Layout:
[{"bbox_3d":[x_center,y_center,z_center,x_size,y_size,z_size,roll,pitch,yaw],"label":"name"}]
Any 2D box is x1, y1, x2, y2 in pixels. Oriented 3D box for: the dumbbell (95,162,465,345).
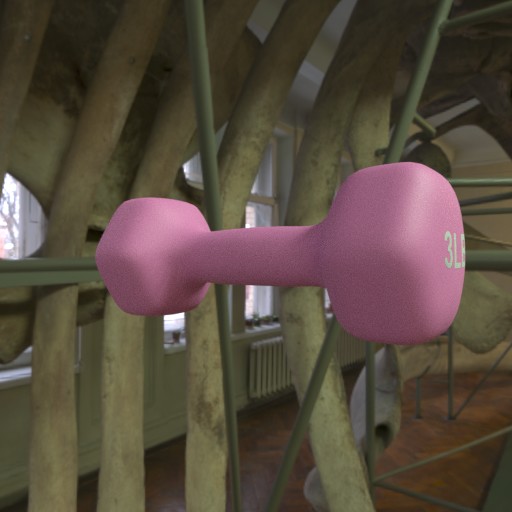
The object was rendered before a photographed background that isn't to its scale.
[{"bbox_3d":[0.000,0.000,0.187,0.159,0.058,0.064,-1,-1,38],"label":"dumbbell"}]
